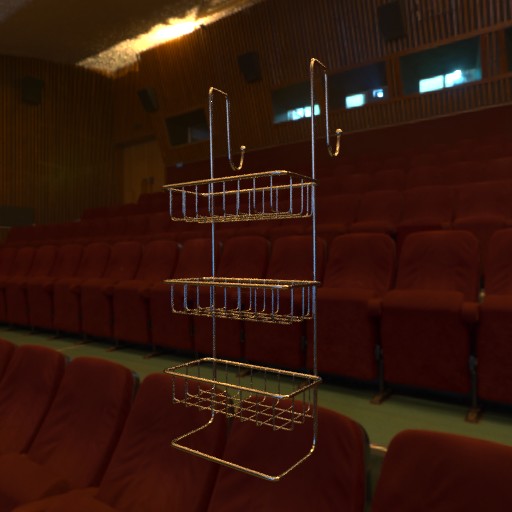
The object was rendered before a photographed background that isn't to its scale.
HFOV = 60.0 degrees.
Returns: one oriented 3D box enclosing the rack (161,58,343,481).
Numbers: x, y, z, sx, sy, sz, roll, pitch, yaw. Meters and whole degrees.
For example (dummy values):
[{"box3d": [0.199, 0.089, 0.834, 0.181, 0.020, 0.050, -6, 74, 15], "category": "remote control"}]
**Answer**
[{"box3d": [0.000, 0.000, 0.691, 0.228, 0.574, 0.202, 0, 0, 35], "category": "rack"}]
